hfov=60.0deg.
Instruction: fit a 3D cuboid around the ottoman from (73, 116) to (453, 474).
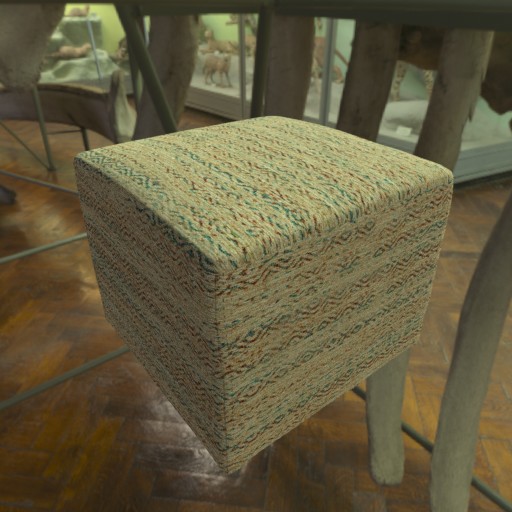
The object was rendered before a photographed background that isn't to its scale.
[{"bbox_3d":[0.000,0.000,0.900,0.521,0.453,0.512,-22,37,-32],"label":"ottoman"}]
